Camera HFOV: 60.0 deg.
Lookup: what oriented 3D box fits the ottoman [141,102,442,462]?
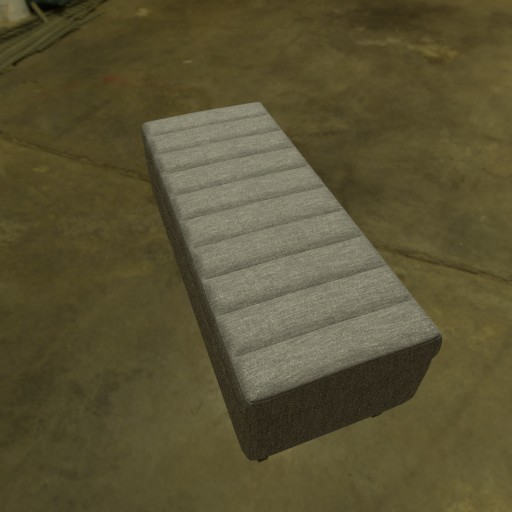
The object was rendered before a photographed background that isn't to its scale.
[{"bbox_3d":[0.000,0.000,1.432,0.482,0.469,1.151,-15,48,-14],"label":"ottoman"}]
